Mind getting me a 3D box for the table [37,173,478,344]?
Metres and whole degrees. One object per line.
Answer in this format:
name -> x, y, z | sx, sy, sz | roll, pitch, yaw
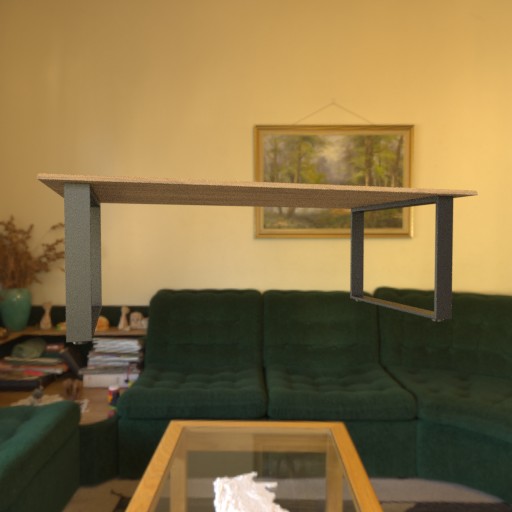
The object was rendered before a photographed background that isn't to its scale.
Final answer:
table -> 0.000, 0.000, 1.618 | 1.331, 0.445, 0.693 | -1, 2, -17
